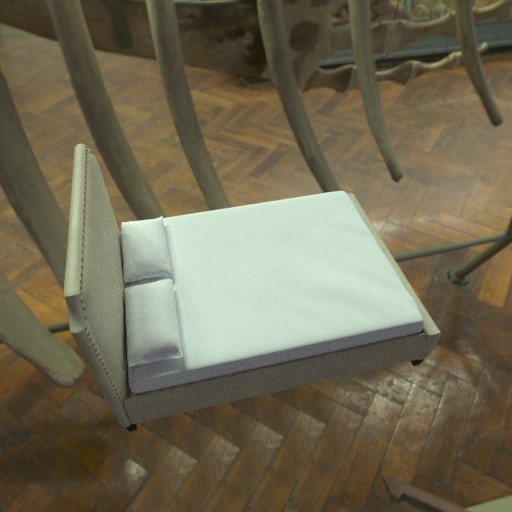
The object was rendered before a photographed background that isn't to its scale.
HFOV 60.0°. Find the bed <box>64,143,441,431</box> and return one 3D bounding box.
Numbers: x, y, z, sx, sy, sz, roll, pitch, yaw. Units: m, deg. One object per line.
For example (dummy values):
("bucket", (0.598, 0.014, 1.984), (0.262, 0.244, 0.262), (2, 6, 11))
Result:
("bed", (0.000, 0.000, 3.388), (2.372, 1.443, 1.712), (-10, 47, -9))
